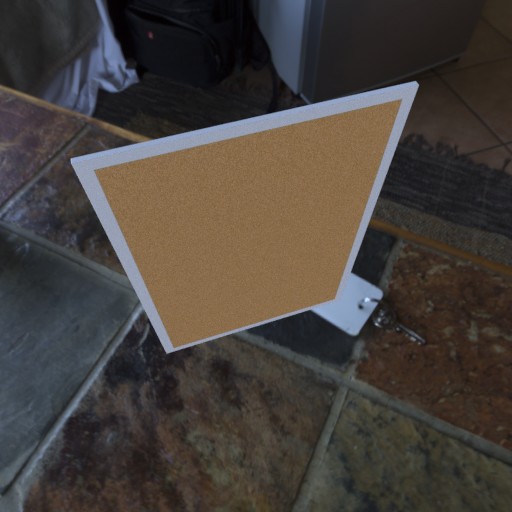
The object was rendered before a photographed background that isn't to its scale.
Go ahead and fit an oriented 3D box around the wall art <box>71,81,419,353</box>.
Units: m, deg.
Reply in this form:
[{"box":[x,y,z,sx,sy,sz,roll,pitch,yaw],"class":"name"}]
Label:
[{"box":[0.000,0.000,1.204,0.659,0.940,0.013,-16,59,-9],"class":"wall art"}]
